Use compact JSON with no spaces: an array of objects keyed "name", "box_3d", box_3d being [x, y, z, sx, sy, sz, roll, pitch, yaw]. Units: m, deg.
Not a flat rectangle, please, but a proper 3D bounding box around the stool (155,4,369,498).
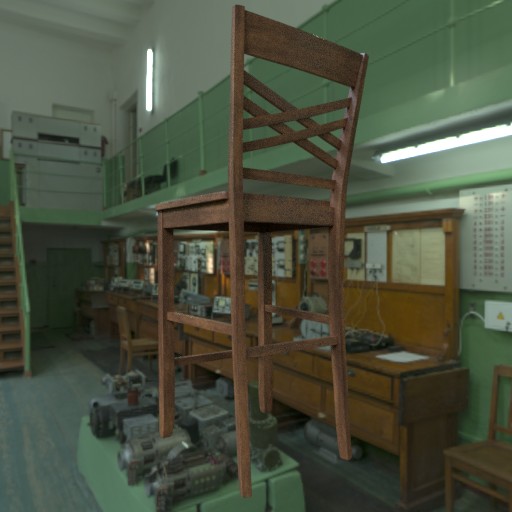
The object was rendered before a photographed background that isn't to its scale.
[{"name":"stool","box_3d":[0.000,0.000,1.278,0.433,1.105,0.487,0,0,-35]}]
